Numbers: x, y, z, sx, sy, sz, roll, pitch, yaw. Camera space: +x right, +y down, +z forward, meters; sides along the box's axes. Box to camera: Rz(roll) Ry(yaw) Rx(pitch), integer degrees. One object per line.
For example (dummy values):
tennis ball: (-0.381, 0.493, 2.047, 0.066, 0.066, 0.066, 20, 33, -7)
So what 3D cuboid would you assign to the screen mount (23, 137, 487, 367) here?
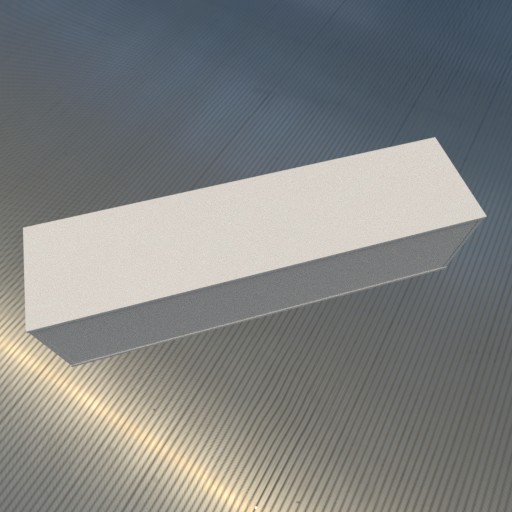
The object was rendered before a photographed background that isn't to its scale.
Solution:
screen mount: (0.000, 0.000, 1.805, 1.600, 0.520, 0.418, -14, 61, -8)
